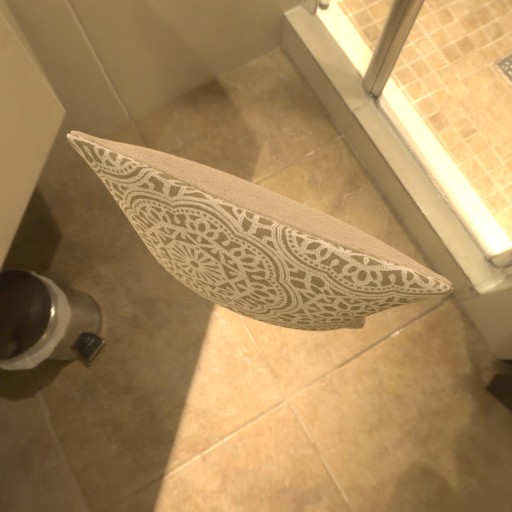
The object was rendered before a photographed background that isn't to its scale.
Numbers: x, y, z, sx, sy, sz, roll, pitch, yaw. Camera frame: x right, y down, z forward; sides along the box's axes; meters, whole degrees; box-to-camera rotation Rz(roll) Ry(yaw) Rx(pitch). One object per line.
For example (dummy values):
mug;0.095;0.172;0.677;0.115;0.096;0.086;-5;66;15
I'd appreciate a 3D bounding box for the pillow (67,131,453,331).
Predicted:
pillow;0.000;0.000;0.654;0.438;0.421;0.167;22;77;5
